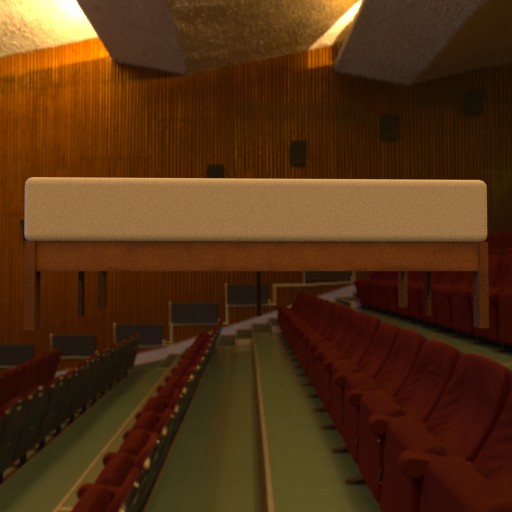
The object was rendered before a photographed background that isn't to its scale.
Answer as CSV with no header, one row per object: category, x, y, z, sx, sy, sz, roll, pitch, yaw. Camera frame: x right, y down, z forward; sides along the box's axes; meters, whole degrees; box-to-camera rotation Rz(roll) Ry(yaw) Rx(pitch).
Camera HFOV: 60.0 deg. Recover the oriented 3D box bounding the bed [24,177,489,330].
bed,0.000,0.000,2.284,1.902,0.616,0.961,0,-1,-2
